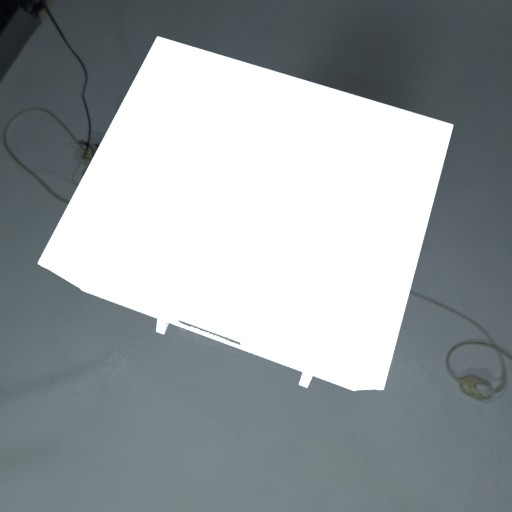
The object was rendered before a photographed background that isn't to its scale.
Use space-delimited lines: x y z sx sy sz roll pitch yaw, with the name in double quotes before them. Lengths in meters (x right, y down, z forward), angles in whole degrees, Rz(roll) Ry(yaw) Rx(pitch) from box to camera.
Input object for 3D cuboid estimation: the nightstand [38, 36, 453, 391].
"nightstand" 0.000 0.000 0.922 0.479 0.623 0.402 19 74 6
